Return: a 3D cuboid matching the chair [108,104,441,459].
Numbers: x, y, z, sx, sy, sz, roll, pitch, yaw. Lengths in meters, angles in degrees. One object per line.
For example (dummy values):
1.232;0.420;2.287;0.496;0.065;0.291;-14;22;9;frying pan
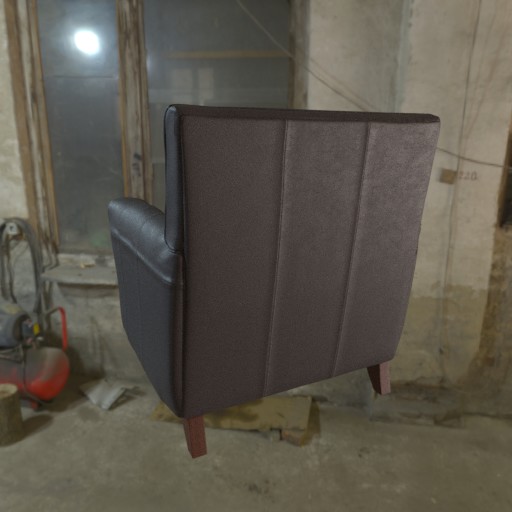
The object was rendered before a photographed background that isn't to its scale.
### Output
0.000;0.000;1.563;0.870;0.943;0.825;-7;16;-27;chair
